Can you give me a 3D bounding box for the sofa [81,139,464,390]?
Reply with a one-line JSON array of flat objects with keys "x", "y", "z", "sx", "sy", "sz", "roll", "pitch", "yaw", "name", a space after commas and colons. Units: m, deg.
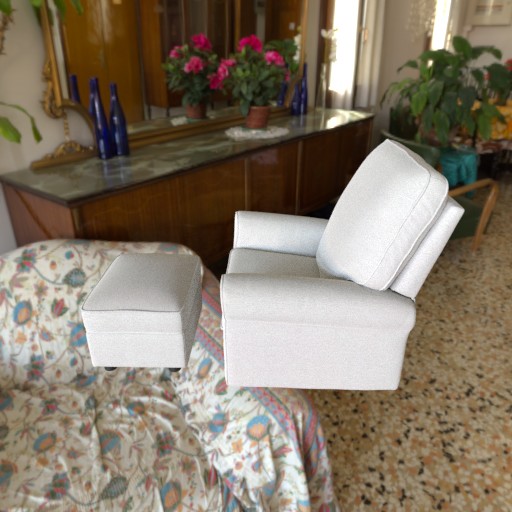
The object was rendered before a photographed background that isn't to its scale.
[{"x": 0.000, "y": 0.000, "z": 2.013, "sx": 1.478, "sy": 0.959, "sz": 0.880, "roll": 1, "pitch": 26, "yaw": 1, "name": "sofa"}]
